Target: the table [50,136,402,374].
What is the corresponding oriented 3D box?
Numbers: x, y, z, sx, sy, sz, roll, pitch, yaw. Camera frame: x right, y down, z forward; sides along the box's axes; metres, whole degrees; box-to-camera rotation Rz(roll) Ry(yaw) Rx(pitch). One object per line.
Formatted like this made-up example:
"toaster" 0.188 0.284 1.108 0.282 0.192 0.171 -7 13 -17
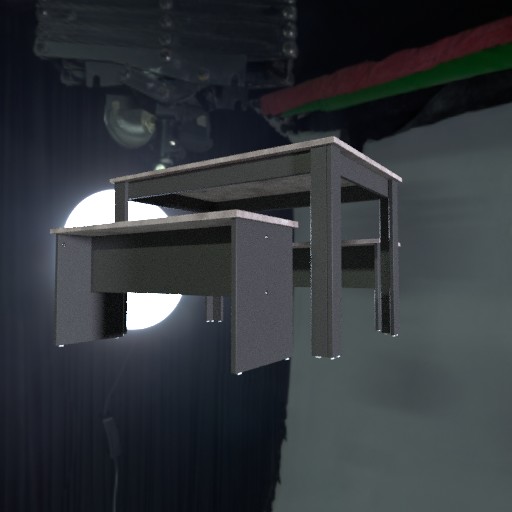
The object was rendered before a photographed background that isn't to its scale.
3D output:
"table" 0.000 0.000 1.991 1.100 0.700 1.443 -2 -3 34
